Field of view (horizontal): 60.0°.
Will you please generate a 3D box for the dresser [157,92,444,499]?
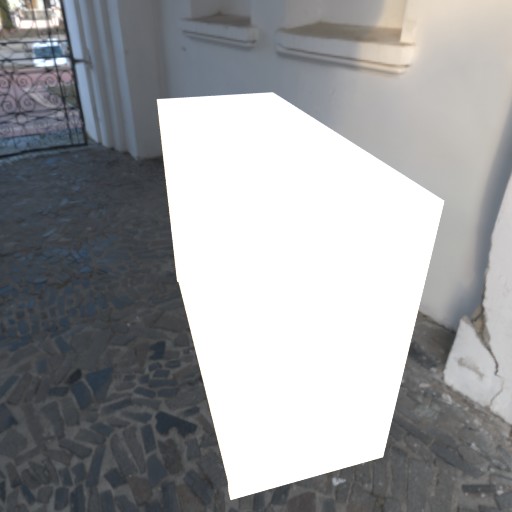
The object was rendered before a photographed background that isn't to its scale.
[{"bbox_3d":[0.000,0.000,1.489,0.460,0.820,1.100,-9,32,-14],"label":"dresser"}]
